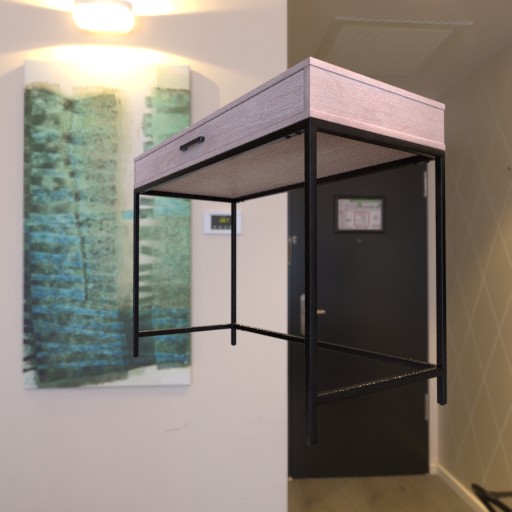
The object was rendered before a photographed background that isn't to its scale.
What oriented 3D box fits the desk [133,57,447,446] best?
[{"bbox_3d":[0.000,0.000,1.407,0.470,0.762,1.016,1,-1,-35],"label":"desk"}]
